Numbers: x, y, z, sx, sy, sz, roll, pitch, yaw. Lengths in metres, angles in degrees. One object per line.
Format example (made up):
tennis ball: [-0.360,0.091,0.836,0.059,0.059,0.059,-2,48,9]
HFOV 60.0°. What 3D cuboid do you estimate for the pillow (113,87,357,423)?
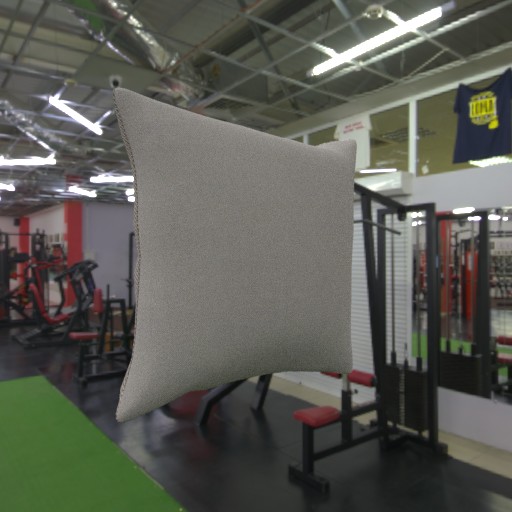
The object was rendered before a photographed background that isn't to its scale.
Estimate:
pillow: [0.000,0.000,0.644,0.416,0.401,0.173,0,0,-35]
